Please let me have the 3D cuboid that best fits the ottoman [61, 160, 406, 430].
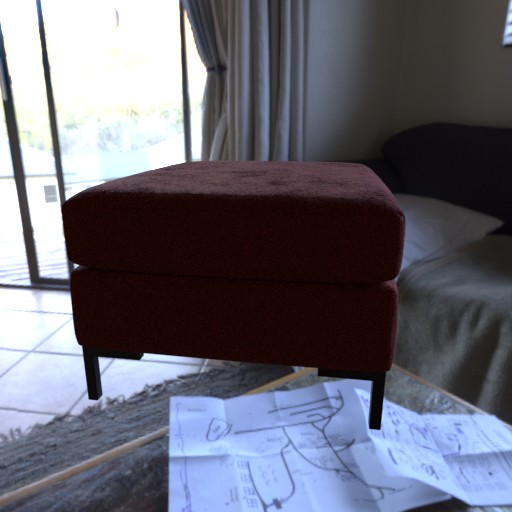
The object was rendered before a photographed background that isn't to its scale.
[{"bbox_3d":[0.000,0.000,1.189,0.650,0.462,0.782,3,17,9],"label":"ottoman"}]
